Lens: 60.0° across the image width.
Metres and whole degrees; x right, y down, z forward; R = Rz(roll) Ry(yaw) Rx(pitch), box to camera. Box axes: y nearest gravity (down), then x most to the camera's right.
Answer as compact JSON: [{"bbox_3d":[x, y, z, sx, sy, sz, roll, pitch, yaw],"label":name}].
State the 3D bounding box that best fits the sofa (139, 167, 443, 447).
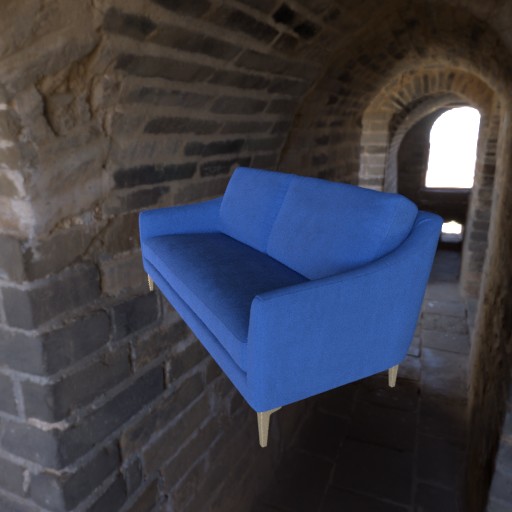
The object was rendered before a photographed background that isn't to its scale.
[{"bbox_3d":[0.000,0.000,2.548,0.960,0.903,2.036,-7,17,-24],"label":"sofa"}]
